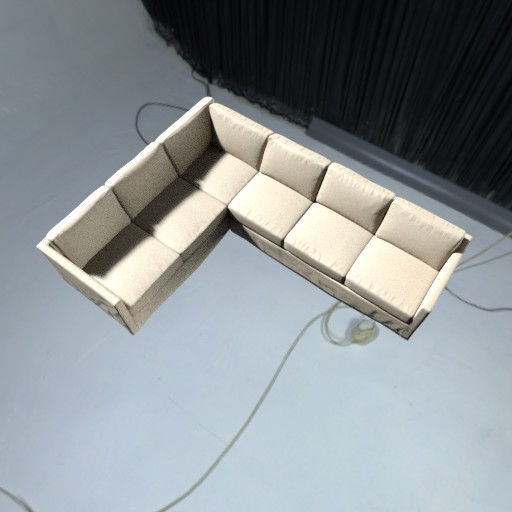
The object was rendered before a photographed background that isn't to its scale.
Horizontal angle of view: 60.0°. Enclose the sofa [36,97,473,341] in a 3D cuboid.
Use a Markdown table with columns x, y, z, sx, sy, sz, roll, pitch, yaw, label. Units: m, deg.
| x | y | z | sx | sy | sz | roll | pitch | yaw | label |
| --- | --- | --- | --- | --- | --- | --- | --- | --- | --- |
| 0.000 | 0.000 | 4.239 | 3.182 | 0.871 | 2.432 | 32 | 65 | 17 | sofa |
